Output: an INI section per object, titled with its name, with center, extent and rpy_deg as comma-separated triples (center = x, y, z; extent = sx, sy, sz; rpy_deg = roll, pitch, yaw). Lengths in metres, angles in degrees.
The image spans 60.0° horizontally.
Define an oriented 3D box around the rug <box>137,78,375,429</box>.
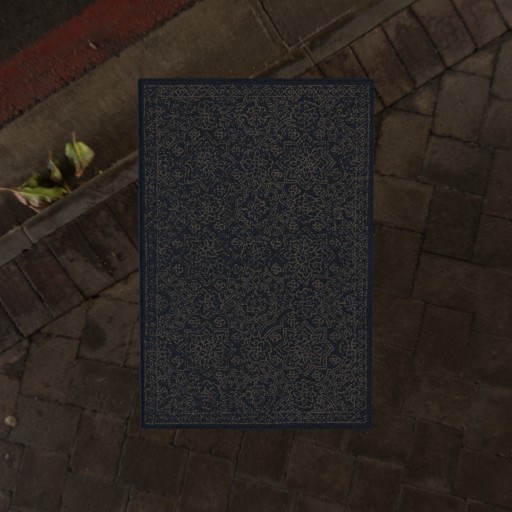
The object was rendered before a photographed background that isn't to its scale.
[rug]
center = 0.000, 0.000, 2.308
extent = 1.219, 0.010, 1.829
rpy_deg = 0, 92, 0
